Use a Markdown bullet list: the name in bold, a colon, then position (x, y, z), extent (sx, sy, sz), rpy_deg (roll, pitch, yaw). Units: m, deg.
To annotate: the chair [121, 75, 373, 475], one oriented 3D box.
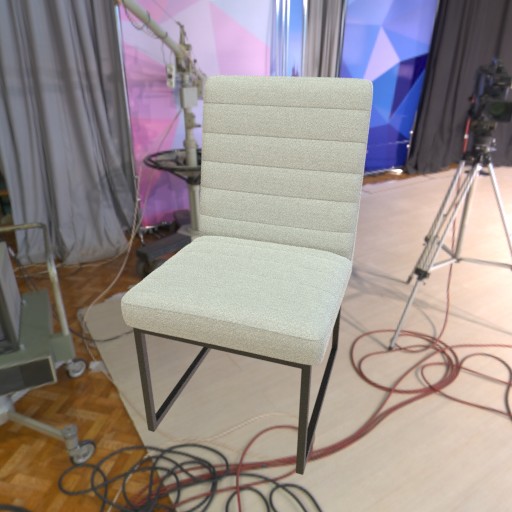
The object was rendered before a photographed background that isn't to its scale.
- **chair**: position (0.000, 0.000, 1.278), extent (0.520, 0.930, 0.634), rpy_deg (8, 27, 17)
